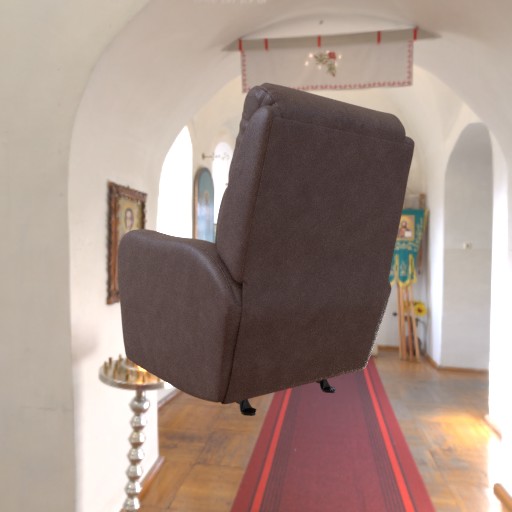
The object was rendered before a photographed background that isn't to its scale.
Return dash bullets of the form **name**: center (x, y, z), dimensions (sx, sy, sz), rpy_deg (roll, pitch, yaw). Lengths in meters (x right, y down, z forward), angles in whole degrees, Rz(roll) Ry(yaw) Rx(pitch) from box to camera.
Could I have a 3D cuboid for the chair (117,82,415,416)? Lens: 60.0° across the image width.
- **chair**: center (0.000, 0.000, 1.835), dimensions (0.865, 1.067, 1.067), rpy_deg (-1, 2, -36)
